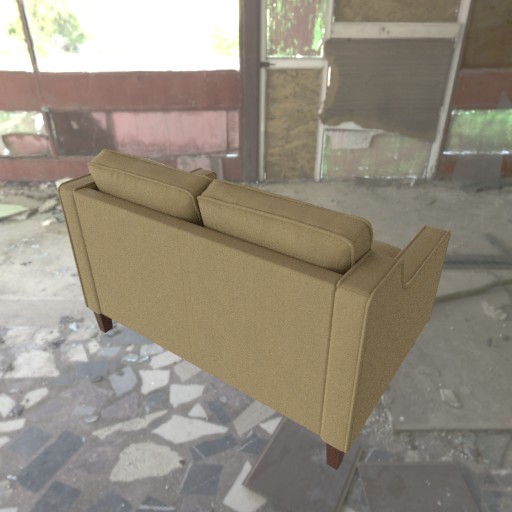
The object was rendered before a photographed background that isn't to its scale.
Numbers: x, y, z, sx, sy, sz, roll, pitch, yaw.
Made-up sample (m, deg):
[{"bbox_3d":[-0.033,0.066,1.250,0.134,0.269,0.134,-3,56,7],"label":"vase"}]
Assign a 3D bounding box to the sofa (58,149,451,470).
[{"bbox_3d":[0.000,0.000,2.119,1.501,0.971,0.987,20,35,30],"label":"sofa"}]
